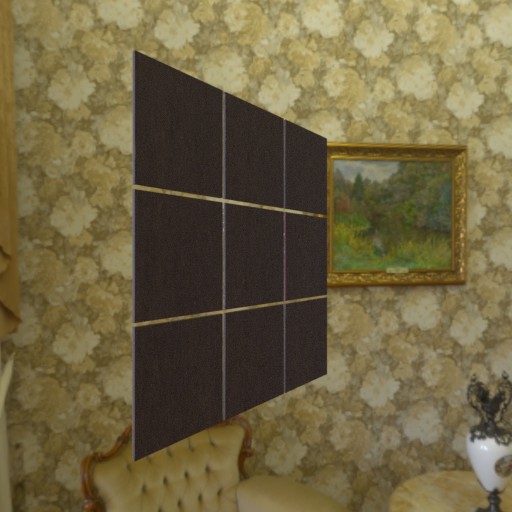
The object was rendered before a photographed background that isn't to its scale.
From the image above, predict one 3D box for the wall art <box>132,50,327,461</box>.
[{"bbox_3d":[0.000,0.000,2.259,0.014,1.525,1.527,0,0,37],"label":"wall art"}]
